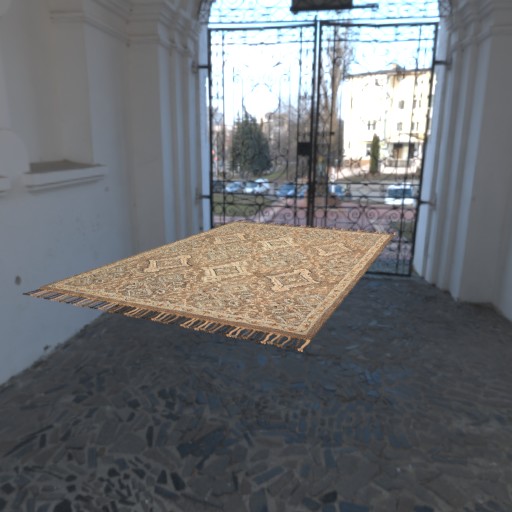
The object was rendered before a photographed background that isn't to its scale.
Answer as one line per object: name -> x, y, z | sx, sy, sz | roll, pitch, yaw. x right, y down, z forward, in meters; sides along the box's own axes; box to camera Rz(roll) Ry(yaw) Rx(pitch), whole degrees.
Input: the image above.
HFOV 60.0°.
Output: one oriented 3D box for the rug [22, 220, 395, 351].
rug -> 0.000, 0.000, 3.024 | 1.516, 0.010, 2.434 | 7, 16, 24
